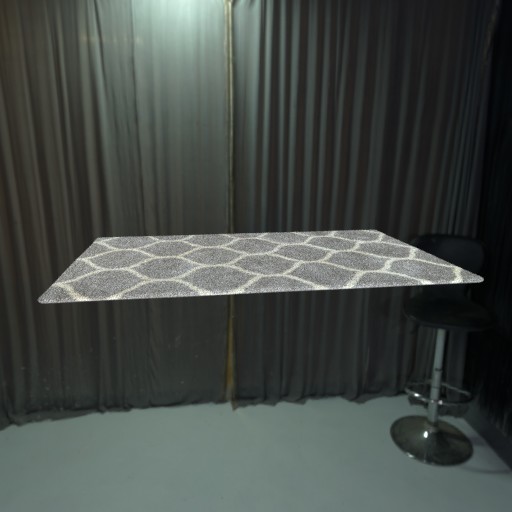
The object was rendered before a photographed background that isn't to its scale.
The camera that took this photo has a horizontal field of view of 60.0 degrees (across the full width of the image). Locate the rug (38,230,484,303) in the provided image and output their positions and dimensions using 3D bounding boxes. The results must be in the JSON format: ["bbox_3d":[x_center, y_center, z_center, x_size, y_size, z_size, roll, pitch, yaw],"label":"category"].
[{"bbox_3d":[0.000,0.000,3.007,2.348,0.025,1.501,-2,14,-8],"label":"rug"}]
